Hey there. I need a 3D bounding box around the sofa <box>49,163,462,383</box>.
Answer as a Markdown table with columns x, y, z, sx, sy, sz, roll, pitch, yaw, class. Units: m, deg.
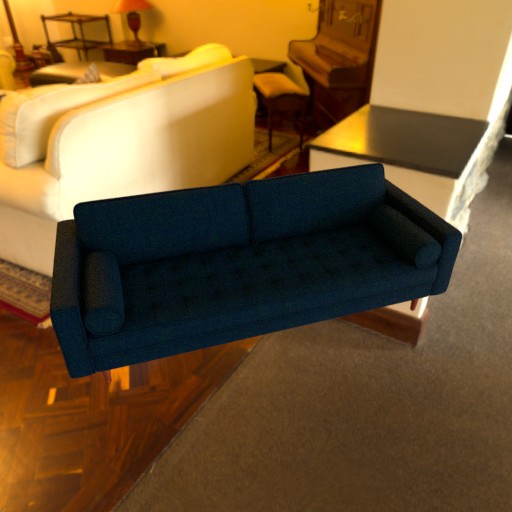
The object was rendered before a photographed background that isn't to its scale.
| x | y | z | sx | sy | sz | roll | pitch | yaw | class |
| --- | --- | --- | --- | --- | --- | --- | --- | --- | --- |
| 0.000 | 0.000 | 2.671 | 2.210 | 0.762 | 0.914 | -10 | 35 | -15 | sofa |
